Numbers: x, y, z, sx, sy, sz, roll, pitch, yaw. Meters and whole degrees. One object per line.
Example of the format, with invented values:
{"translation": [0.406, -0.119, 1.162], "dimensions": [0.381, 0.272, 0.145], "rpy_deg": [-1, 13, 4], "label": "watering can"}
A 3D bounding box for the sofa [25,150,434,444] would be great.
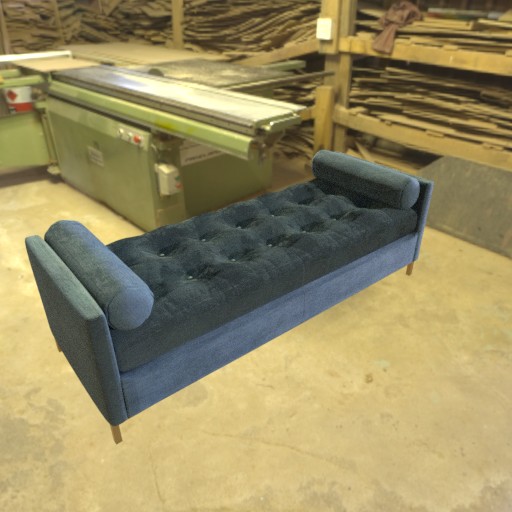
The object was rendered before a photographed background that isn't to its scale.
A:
{"translation": [0.000, 0.000, 2.444], "dimensions": [2.102, 0.705, 0.796], "rpy_deg": [-22, 37, -33], "label": "sofa"}
